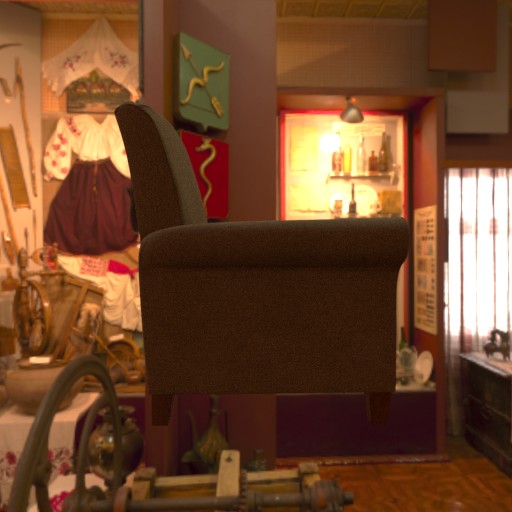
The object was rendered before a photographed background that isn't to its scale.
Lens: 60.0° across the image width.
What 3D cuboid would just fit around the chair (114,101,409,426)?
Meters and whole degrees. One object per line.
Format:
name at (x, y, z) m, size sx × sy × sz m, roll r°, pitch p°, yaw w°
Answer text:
chair at (0.000, 0.000, 1.746) m, size 0.905 × 1.061 × 0.978 m, roll 0°, pitch 0°, yaw -1°
